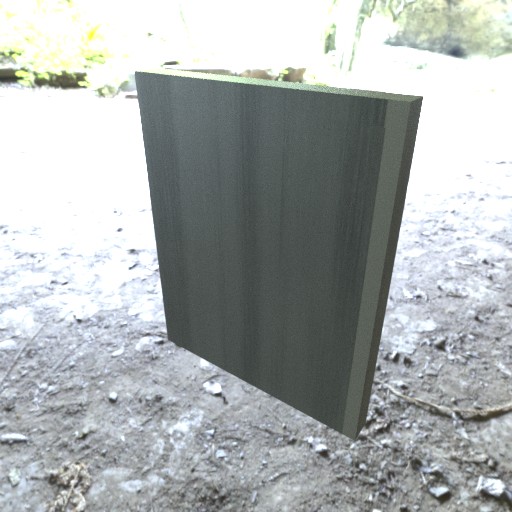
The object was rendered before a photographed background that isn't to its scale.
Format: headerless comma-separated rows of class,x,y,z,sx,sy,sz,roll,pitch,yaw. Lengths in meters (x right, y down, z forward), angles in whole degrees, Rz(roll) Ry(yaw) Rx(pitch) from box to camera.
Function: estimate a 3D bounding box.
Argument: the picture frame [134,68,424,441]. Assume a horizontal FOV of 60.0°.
picture frame,0.000,0.000,0.750,0.449,0.555,0.046,20,35,31
